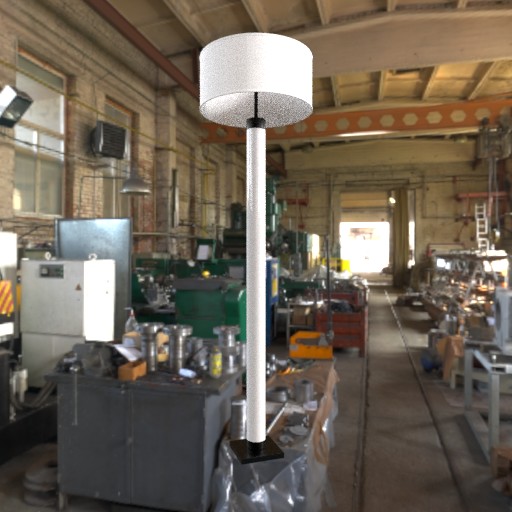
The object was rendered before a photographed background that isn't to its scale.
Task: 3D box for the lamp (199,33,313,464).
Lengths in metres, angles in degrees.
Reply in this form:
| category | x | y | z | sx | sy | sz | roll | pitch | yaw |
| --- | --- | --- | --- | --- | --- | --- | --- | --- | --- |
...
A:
| category | x | y | z | sx | sy | sz | roll | pitch | yaw |
| --- | --- | --- | --- | --- | --- | --- | --- | --- | --- |
| lamp | 0.000 | 0.000 | 1.657 | 0.420 | 1.475 | 0.420 | 0 | 0 | -19 |
